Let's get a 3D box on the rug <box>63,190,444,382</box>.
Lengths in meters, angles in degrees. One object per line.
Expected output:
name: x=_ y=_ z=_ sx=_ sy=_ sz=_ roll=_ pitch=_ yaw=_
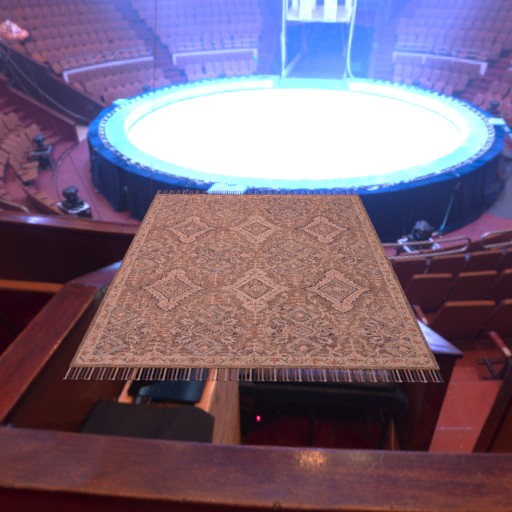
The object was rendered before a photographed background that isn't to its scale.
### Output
rug: x=0.000 y=0.000 z=4.120 sx=2.437 sy=0.010 sz=3.056 roll=0 pitch=31 yaw=0
